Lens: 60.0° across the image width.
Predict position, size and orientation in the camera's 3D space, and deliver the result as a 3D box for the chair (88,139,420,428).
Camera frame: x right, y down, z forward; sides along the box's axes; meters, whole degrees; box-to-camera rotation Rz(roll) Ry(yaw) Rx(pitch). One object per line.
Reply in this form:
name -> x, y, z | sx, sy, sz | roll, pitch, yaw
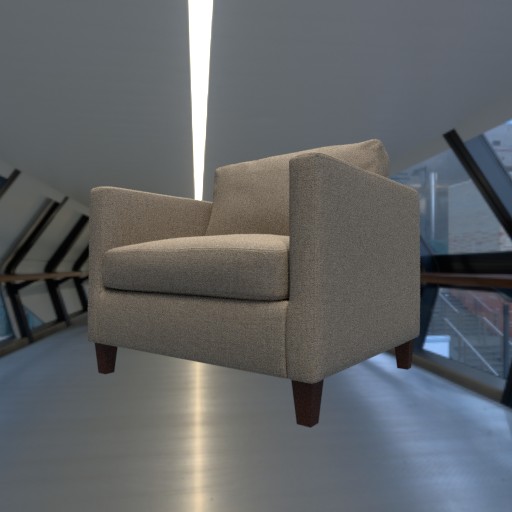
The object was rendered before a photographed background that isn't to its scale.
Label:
chair -> 0.000, 0.000, 1.867 | 1.107, 0.961, 0.959 | 0, -1, 37
